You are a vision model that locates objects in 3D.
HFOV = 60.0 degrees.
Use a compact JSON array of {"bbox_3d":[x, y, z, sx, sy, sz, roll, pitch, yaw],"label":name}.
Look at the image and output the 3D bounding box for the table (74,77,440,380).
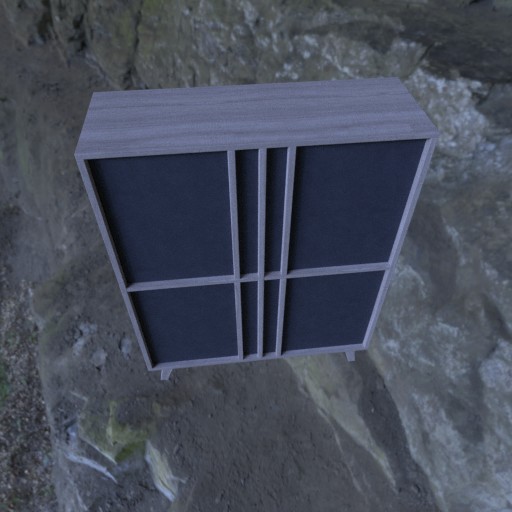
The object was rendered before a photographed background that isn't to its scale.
[{"bbox_3d":[0.000,0.000,1.972,1.111,1.388,0.398,-5,46,-4],"label":"table"}]
